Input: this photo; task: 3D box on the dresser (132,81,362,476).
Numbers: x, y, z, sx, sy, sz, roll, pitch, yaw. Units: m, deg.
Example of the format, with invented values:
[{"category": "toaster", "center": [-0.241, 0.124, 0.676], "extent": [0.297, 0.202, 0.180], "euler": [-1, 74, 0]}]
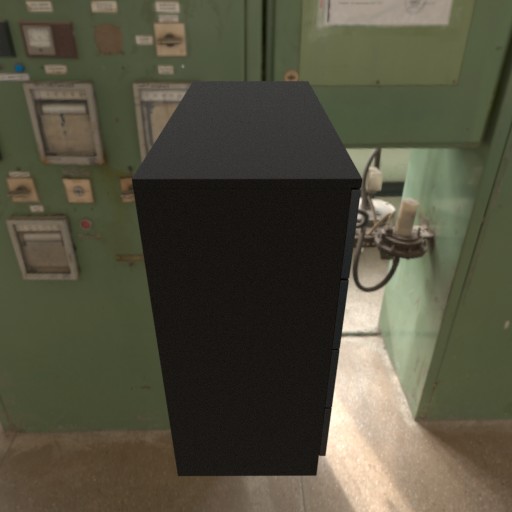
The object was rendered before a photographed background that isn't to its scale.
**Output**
[{"category": "dresser", "center": [0.000, 0.000, 1.144], "extent": [0.360, 0.720, 0.750], "euler": [0, 32, 0]}]
